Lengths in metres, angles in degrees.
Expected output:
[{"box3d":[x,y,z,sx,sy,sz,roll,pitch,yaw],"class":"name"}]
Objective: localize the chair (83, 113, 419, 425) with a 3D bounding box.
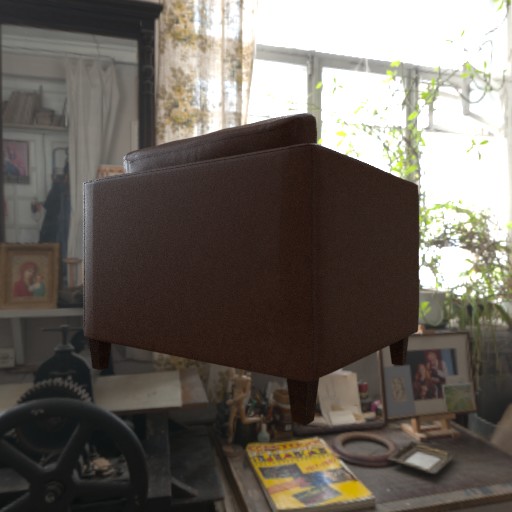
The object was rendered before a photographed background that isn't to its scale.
[{"box3d":[0.000,0.000,1.852,1.107,0.917,0.959,0,1,37],"class":"chair"}]
